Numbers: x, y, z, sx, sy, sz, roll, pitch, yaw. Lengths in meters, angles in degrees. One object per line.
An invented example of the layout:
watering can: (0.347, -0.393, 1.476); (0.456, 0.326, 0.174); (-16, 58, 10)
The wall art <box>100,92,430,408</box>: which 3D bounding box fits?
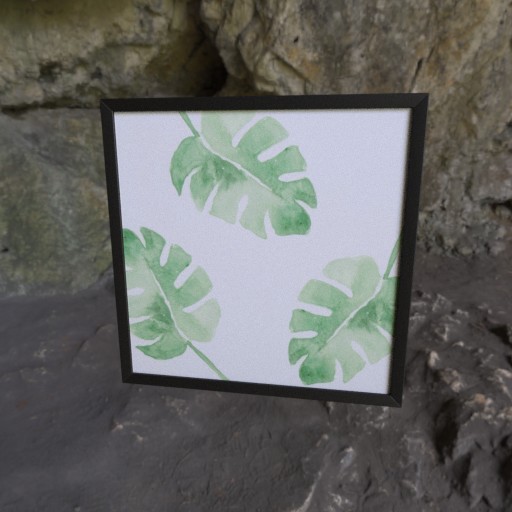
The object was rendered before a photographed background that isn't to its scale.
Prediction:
wall art: (0.000, 0.000, 1.126); (0.765, 0.765, 0.038); (2, 14, 9)
